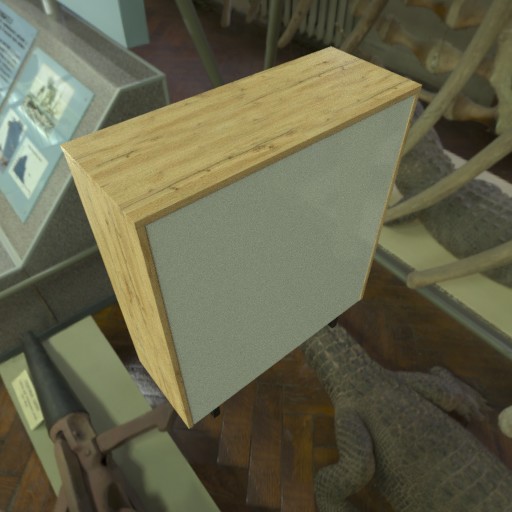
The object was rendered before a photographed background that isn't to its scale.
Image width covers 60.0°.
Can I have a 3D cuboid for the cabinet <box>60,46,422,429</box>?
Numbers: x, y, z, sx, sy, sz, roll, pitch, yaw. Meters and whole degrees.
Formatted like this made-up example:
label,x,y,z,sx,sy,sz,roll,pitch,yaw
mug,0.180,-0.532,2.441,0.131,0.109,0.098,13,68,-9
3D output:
label,x,y,z,sx,sy,sz,roll,pitch,yaw
cabinet,0.000,0.000,1.977,1.168,1.397,0.473,-31,54,-26
